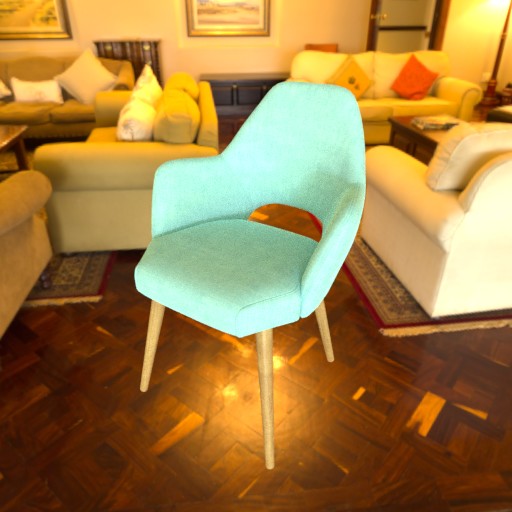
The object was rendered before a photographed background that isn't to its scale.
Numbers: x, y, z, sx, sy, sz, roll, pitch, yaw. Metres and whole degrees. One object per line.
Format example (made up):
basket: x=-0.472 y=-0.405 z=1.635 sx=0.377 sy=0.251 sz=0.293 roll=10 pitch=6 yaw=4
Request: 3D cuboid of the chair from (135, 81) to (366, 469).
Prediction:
chair: x=0.000 y=0.000 z=1.233 sx=0.590 sy=0.840 sz=0.610 roll=19 pitch=34 yaw=30
